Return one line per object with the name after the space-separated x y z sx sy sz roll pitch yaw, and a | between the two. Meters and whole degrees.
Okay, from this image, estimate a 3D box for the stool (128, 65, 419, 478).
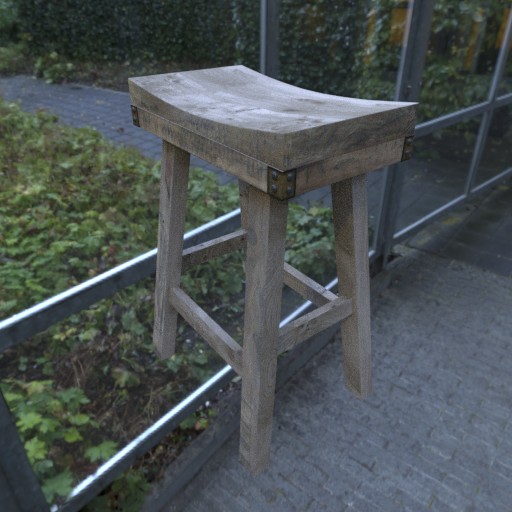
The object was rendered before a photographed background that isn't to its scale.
0.000 0.000 0.884 0.330 0.635 0.450 -22 38 -31 | stool
